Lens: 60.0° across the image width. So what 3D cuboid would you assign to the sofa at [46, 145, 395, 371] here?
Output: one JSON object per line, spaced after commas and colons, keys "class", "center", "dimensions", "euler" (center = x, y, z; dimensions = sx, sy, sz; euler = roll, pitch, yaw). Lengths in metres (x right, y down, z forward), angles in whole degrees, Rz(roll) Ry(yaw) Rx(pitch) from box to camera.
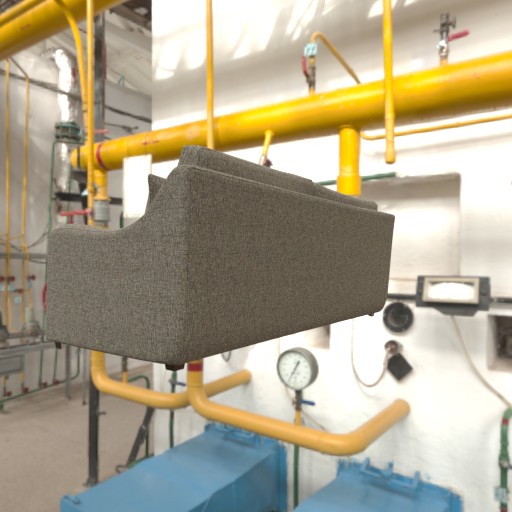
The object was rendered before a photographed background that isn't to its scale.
{"class": "sofa", "center": [0.000, 0.000, 2.996], "dimensions": [1.103, 0.998, 2.418], "euler": [0, 0, 36]}
